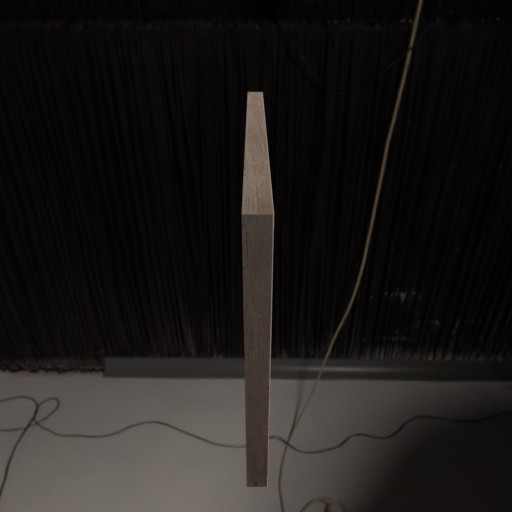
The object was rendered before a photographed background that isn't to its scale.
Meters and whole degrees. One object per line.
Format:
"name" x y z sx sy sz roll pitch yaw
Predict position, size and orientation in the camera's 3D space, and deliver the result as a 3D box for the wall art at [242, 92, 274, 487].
"wall art" 0.000 0.000 1.788 0.070 1.009 1.320 0 31 0
